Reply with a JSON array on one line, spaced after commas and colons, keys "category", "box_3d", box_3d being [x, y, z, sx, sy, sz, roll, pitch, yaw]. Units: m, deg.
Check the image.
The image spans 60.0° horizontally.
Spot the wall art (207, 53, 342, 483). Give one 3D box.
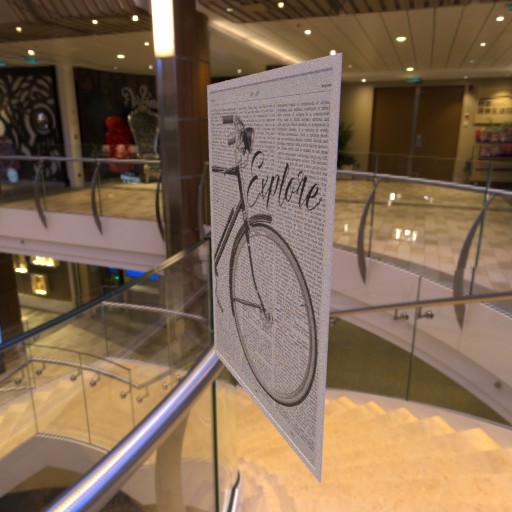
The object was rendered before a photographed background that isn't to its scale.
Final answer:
[{"category": "wall art", "box_3d": [0.000, 0.000, 0.797, 0.003, 0.610, 0.457, -8, 18, -25]}]
